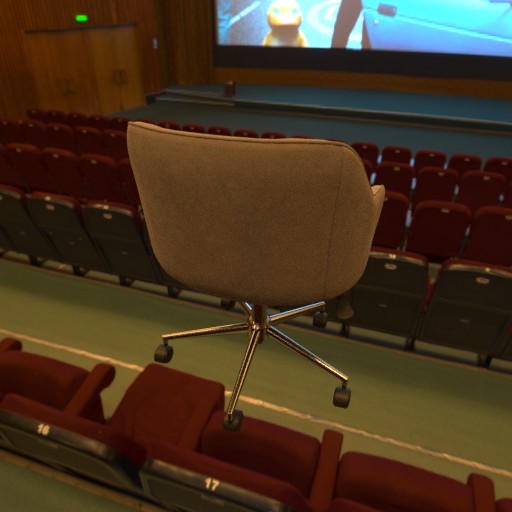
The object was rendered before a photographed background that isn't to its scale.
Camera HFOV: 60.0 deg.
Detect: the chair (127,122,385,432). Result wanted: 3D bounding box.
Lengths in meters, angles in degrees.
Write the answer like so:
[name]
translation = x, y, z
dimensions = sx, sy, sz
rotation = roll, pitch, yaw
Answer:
[chair]
translation = 0.000, 0.000, 1.246
dimensions = 0.635, 0.831, 0.573
rotation = 10, 33, 16
